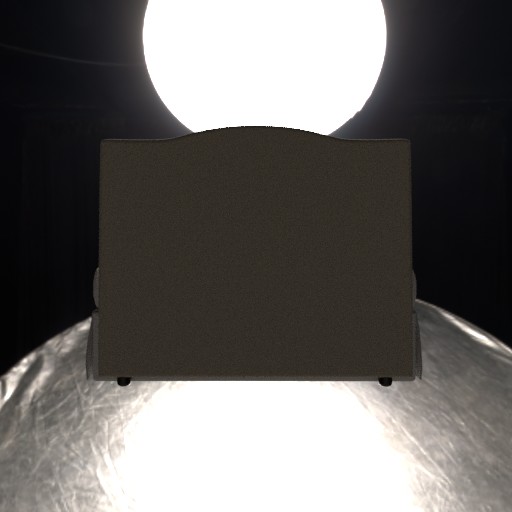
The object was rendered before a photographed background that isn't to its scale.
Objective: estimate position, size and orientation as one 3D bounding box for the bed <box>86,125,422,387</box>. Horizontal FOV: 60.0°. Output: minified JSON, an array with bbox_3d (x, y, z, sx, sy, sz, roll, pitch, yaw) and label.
[{"bbox_3d":[0.000,0.000,3.635,1.977,1.437,2.477,0,0,0],"label":"bed"}]
